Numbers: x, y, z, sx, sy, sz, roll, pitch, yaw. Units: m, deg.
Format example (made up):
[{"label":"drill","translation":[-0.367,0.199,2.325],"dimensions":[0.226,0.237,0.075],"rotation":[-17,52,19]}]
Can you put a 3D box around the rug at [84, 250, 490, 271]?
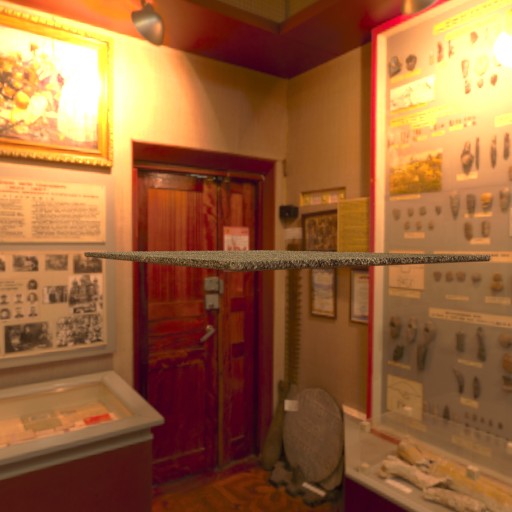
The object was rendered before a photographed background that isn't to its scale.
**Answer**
[{"label":"rug","translation":[0.000,0.000,2.106],"dimensions":[1.198,0.025,1.601],"rotation":[-1,2,-34]}]
